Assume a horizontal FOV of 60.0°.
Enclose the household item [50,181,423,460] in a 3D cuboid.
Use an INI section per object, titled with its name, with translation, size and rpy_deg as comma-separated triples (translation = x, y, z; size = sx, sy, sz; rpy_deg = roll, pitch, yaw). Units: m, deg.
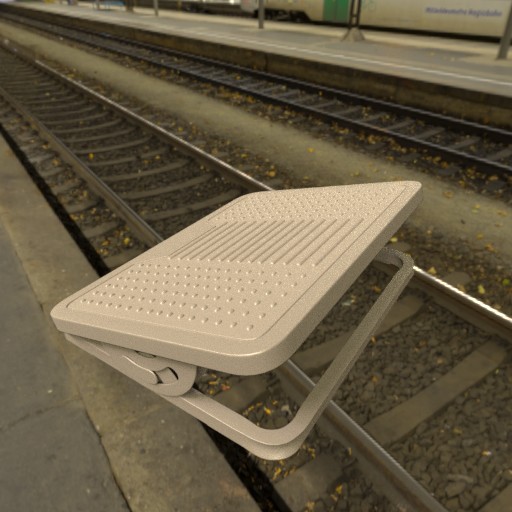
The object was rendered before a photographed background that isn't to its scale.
[household item]
translation = 0.000, 0.000, 0.530
size = 0.301, 0.126, 0.390
rpy_deg = 19, 37, 28
